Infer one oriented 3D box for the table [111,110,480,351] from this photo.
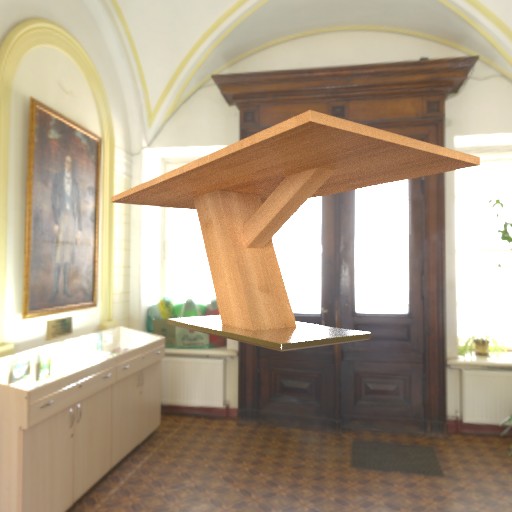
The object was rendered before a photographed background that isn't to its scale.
[{"bbox_3d":[0.000,0.000,2.217,0.900,0.750,1.800,1,-2,-35],"label":"table"}]
